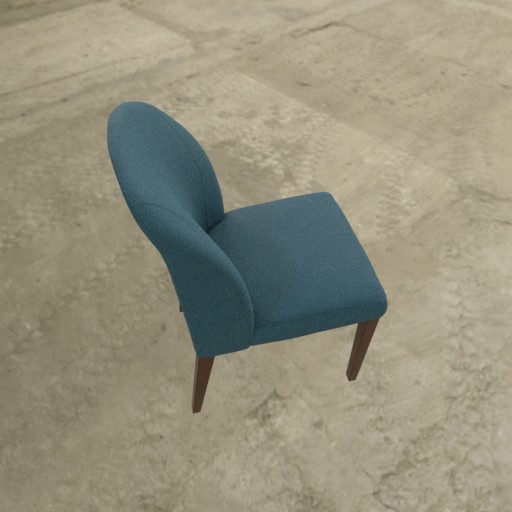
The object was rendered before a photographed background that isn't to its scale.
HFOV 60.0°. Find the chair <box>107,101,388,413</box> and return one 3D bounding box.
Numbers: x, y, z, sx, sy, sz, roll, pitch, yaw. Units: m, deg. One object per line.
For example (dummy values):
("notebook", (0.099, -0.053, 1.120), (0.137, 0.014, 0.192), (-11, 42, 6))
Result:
("chair", (0.000, 0.000, 1.260), (0.620, 0.879, 0.507), (-9, 47, -9))
